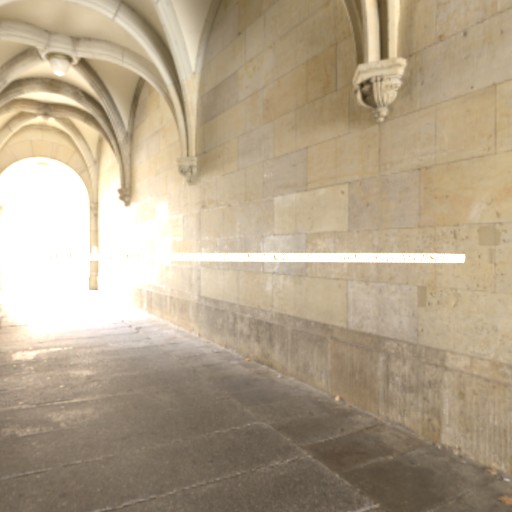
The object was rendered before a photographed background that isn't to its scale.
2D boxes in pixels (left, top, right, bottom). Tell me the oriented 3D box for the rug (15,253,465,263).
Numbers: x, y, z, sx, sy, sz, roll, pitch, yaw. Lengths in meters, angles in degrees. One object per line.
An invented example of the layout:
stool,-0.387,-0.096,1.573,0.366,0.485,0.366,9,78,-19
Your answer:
rug,0.000,0.000,2.040,1.600,0.025,1.199,0,1,17
